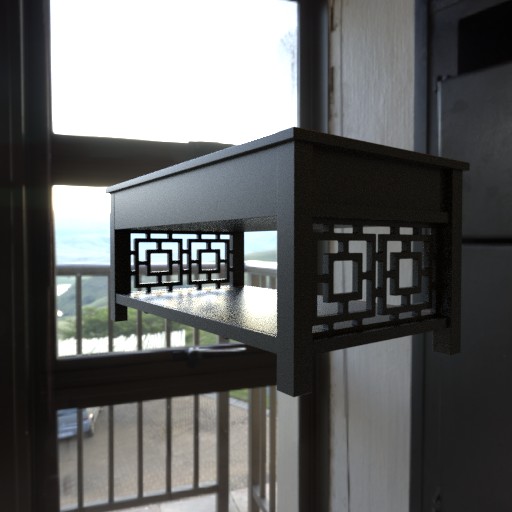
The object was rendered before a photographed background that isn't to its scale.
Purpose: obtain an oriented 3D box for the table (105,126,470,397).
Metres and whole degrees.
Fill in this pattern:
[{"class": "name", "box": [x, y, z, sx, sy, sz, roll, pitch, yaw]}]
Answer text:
[{"class": "table", "box": [0.000, 0.000, 1.408, 0.612, 0.493, 1.068, -1, 2, -36]}]
